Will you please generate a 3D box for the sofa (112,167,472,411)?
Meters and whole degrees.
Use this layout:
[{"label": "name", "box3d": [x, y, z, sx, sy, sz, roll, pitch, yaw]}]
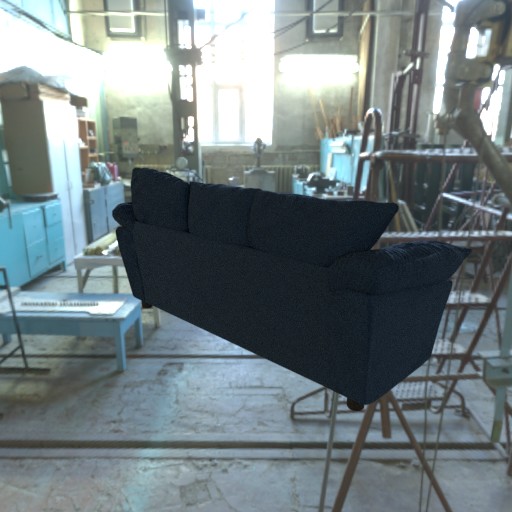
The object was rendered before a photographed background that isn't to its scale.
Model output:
[{"label": "sofa", "box3d": [0.000, 0.000, 2.917, 0.907, 1.091, 2.390, -14, 20, -43]}]
